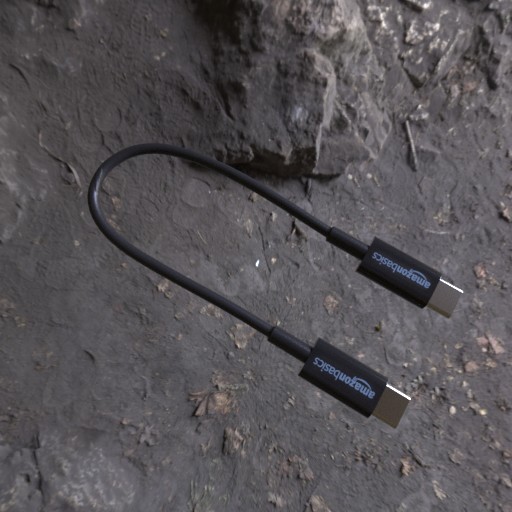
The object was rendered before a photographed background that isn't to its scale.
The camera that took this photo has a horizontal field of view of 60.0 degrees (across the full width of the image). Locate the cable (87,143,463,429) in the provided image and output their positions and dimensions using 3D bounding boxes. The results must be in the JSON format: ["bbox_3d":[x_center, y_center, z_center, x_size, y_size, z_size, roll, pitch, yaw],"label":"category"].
[{"bbox_3d":[0.000,0.000,0.114,0.098,0.005,0.041,30,77,8],"label":"cable"}]
